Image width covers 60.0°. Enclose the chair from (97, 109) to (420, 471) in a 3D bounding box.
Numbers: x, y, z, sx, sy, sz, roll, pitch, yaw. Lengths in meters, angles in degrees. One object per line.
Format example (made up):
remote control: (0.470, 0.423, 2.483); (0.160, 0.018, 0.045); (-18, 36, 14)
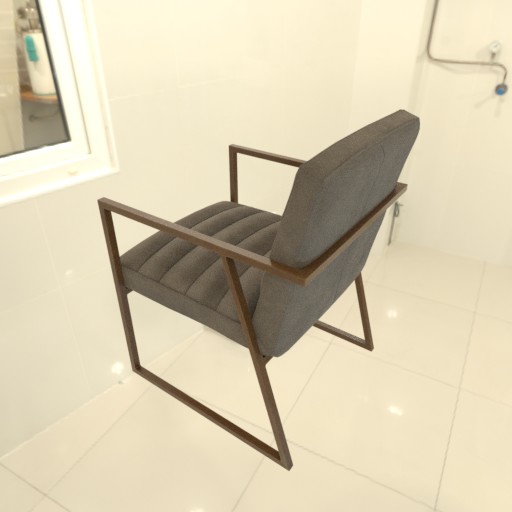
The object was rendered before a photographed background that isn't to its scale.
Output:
chair: (0.000, 0.000, 1.321); (0.682, 0.843, 0.578); (21, 37, 30)
